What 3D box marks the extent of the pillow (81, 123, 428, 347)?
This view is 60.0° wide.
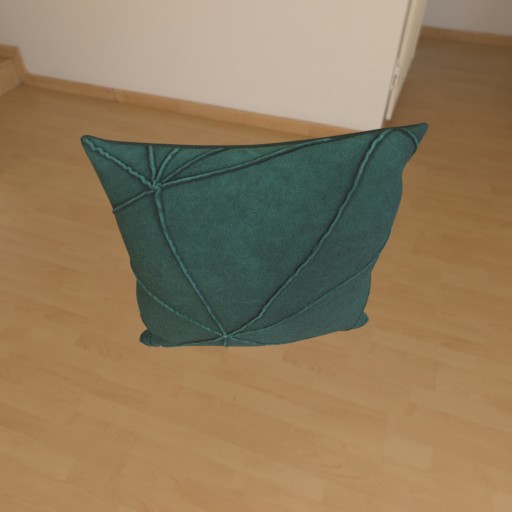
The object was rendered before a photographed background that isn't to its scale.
[{"bbox_3d":[0.000,0.000,0.691,0.439,0.440,0.184,-4,46,-4],"label":"pillow"}]
